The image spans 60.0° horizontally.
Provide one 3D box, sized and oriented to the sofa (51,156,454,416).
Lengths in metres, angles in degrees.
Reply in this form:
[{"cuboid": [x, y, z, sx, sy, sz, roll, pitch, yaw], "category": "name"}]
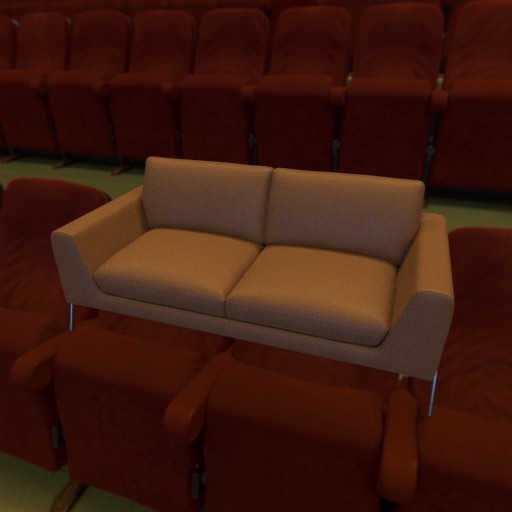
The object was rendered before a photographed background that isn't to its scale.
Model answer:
[{"cuboid": [0.000, 0.000, 2.515, 2.017, 0.875, 0.953, 9, 28, 17], "category": "sofa"}]
